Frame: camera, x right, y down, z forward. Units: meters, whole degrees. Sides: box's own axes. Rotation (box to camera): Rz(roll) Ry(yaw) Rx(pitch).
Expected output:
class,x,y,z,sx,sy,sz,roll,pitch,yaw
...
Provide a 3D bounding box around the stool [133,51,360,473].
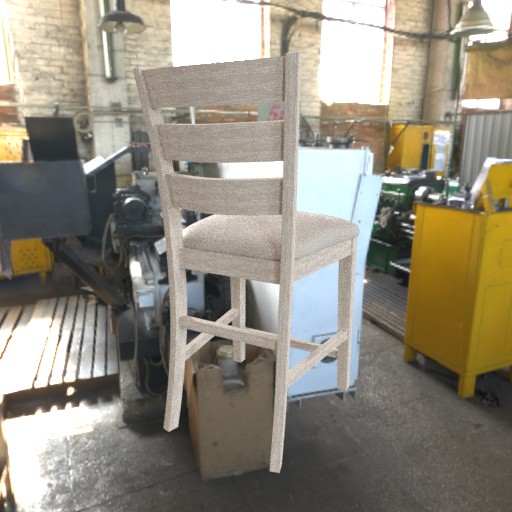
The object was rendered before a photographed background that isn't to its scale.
class,x,y,z,sx,sy,sz,roll,pitch,yaw
stool,0.000,0.000,1.334,0.484,1.032,0.569,8,16,28
